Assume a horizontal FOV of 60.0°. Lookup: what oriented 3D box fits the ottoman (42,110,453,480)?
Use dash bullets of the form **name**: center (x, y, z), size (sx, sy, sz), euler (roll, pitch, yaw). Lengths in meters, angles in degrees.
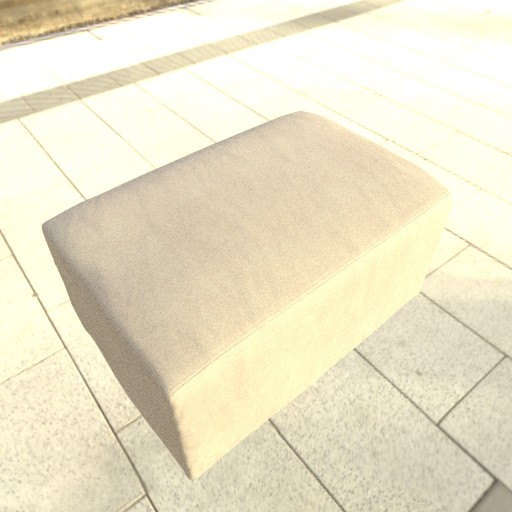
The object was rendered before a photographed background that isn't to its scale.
- **ottoman**: center (0.000, 0.000, 1.172), size (0.872, 0.444, 0.590), euler (-31, 53, -27)
